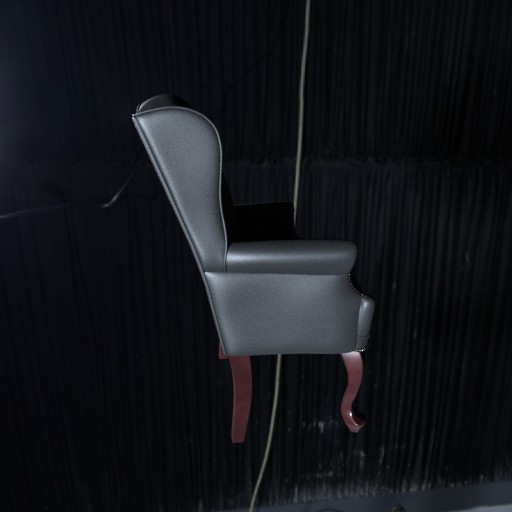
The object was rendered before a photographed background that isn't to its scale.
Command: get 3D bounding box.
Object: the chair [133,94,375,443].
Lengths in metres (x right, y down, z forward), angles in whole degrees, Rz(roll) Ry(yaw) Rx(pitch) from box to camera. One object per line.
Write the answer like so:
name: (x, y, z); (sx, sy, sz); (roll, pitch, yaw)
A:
chair: (0.000, 0.000, 1.633); (0.762, 1.111, 0.838); (-2, 16, -8)
